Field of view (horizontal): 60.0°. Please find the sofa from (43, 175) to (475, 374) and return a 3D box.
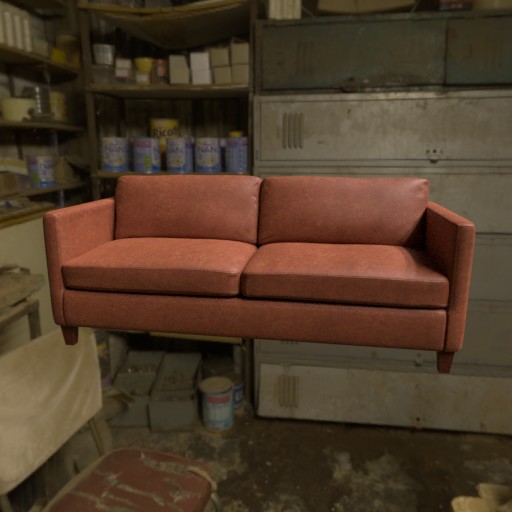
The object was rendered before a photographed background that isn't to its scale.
[{"bbox_3d":[0.000,0.000,2.686,2.204,0.932,0.950,2,14,9],"label":"sofa"}]
